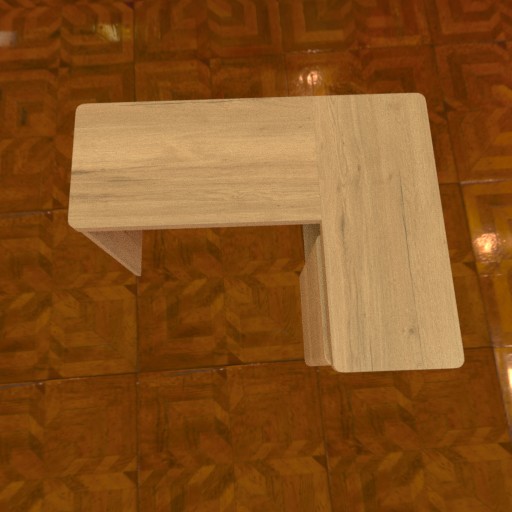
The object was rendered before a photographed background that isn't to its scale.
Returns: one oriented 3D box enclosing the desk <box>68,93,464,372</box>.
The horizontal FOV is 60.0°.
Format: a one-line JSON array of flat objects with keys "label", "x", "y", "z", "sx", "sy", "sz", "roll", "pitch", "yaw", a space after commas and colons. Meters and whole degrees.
[{"label": "desk", "x": 0.000, "y": 0.000, "z": 1.744, "sx": 1.169, "sy": 0.760, "sz": 0.900, "roll": -2, "pitch": 76, "yaw": -1}]
